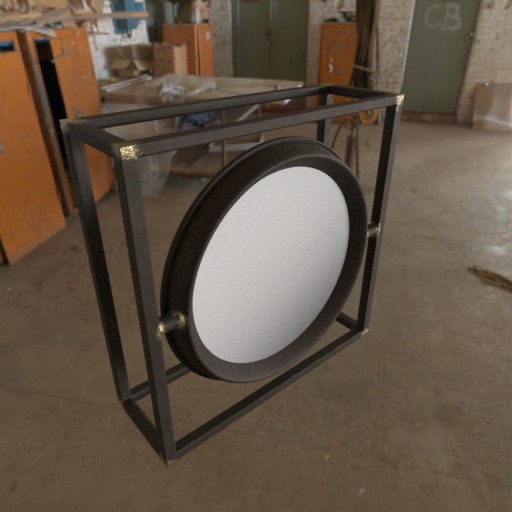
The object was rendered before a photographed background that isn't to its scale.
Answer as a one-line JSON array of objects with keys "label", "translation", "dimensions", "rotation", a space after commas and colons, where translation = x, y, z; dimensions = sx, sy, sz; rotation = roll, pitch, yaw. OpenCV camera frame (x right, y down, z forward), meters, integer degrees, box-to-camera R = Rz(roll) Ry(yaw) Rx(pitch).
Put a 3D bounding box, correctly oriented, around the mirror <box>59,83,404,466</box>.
[{"label": "mirror", "translation": [0.000, 0.000, 0.464], "dimensions": [0.306, 0.303, 0.107], "rotation": [-22, 36, -35]}]
